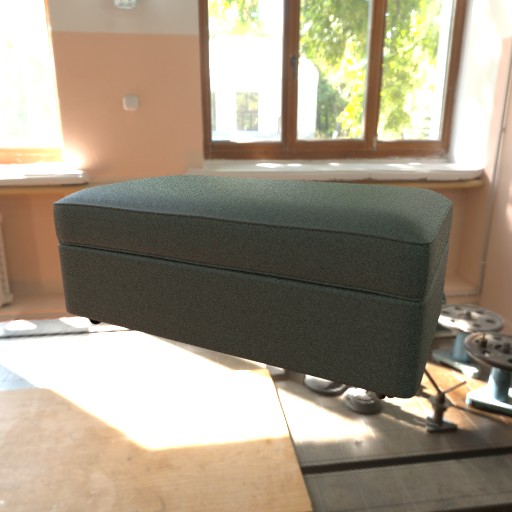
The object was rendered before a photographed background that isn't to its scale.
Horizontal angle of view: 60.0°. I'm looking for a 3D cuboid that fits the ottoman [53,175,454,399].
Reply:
[{"bbox_3d":[0.000,0.000,1.515,1.173,0.494,0.681,8,18,26],"label":"ottoman"}]
